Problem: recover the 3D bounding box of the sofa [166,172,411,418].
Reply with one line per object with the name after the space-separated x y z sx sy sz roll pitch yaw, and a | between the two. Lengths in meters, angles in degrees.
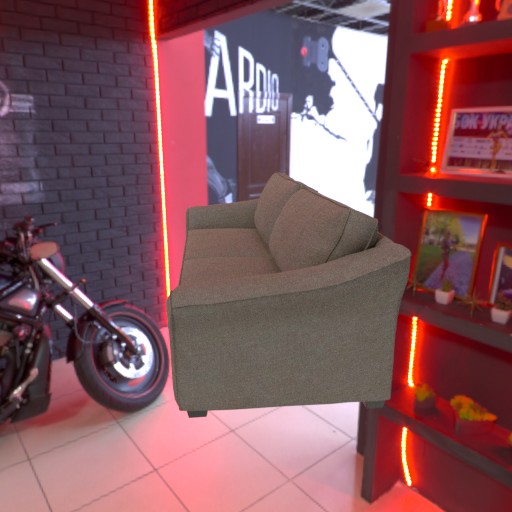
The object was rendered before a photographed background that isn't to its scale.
0.000 0.000 2.811 0.986 0.906 2.270 -2 15 -6 | sofa
